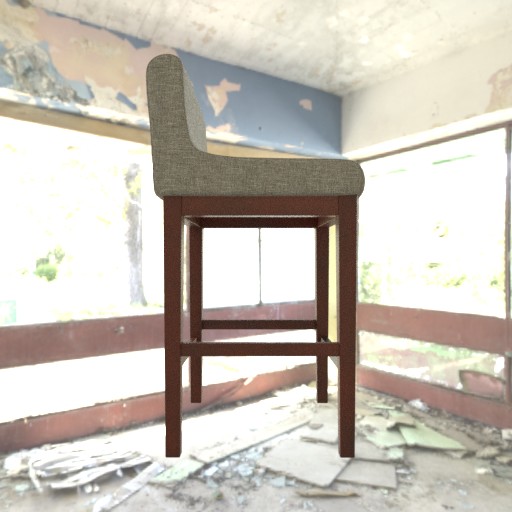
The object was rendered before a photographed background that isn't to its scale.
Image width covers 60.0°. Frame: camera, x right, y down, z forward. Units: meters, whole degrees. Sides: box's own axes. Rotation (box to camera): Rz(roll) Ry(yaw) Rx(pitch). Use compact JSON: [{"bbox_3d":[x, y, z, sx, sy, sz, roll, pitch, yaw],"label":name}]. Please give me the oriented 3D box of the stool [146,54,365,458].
[{"bbox_3d":[0.000,0.000,1.102,0.459,0.835,0.417,0,-1,0],"label":"stool"}]
